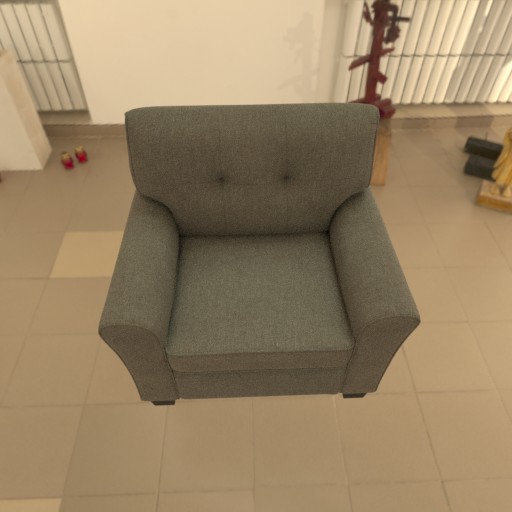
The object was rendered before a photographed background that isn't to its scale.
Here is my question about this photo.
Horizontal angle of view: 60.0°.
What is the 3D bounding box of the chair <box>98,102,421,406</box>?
[{"bbox_3d":[0.000,0.000,1.622,0.941,0.890,0.816,-2,47,-2],"label":"chair"}]
